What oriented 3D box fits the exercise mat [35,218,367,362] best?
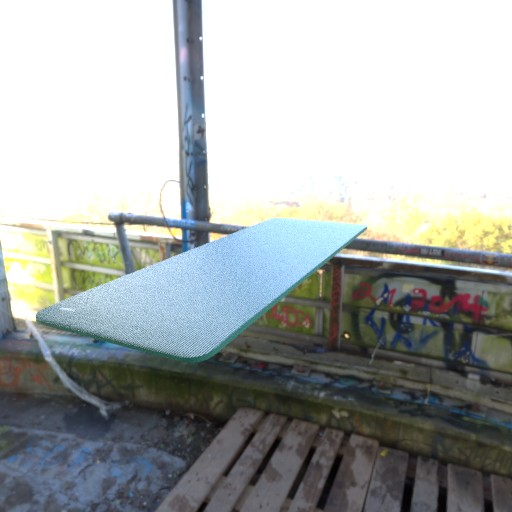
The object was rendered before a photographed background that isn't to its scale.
[{"bbox_3d":[0.000,0.000,1.992,0.616,0.021,1.869,7,17,25],"label":"exercise mat"}]
